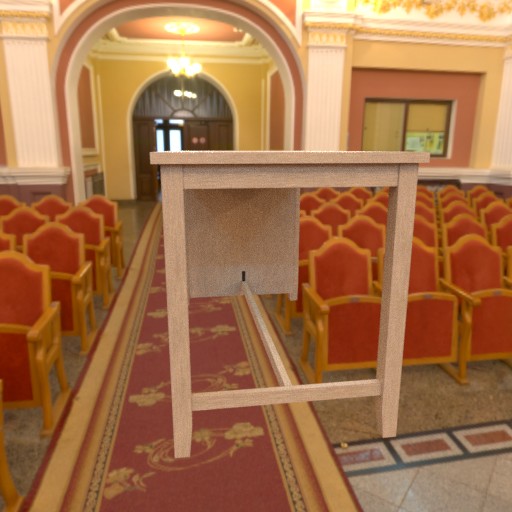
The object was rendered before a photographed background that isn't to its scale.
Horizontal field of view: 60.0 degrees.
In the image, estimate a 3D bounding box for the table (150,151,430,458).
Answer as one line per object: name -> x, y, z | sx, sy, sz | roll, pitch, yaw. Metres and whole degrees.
table -> 0.000, 0.000, 1.900 | 0.729, 0.874, 1.397 | -2, 14, -8
